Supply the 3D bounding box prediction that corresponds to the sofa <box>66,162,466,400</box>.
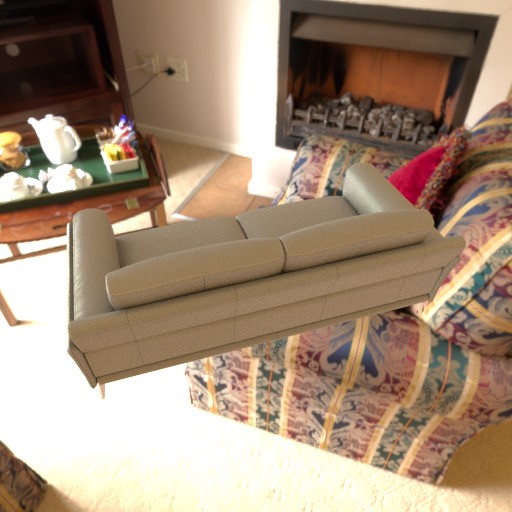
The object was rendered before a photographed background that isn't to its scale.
[{"bbox_3d":[0.000,0.000,2.645,2.101,0.930,1.049,-12,43,-13],"label":"sofa"}]
